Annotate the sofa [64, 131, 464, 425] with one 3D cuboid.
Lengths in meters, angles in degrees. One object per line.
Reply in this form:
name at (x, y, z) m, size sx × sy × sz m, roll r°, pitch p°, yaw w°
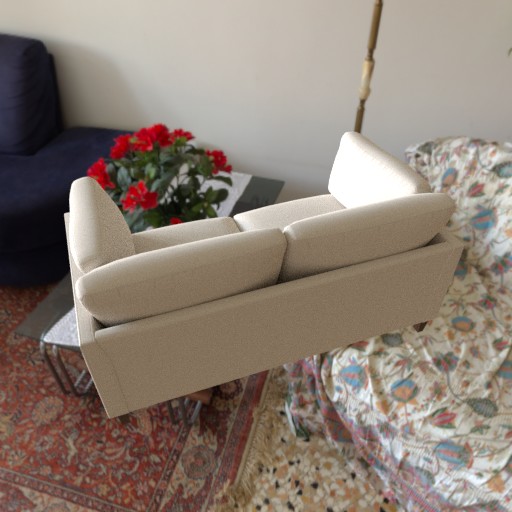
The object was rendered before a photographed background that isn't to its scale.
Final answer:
sofa at (0.000, 0.000, 2.317) m, size 1.776 × 0.836 × 0.970 m, roll -13°, pitch 42°, yaw -15°
